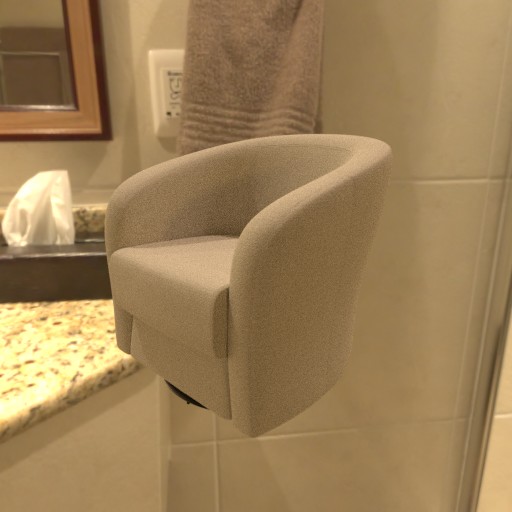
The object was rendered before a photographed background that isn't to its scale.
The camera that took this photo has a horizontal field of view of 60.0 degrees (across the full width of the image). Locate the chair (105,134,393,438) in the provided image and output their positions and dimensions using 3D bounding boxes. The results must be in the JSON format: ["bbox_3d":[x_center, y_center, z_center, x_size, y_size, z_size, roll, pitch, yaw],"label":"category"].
[{"bbox_3d":[0.000,0.000,1.468,0.791,0.771,0.815,16,22,43],"label":"chair"}]
